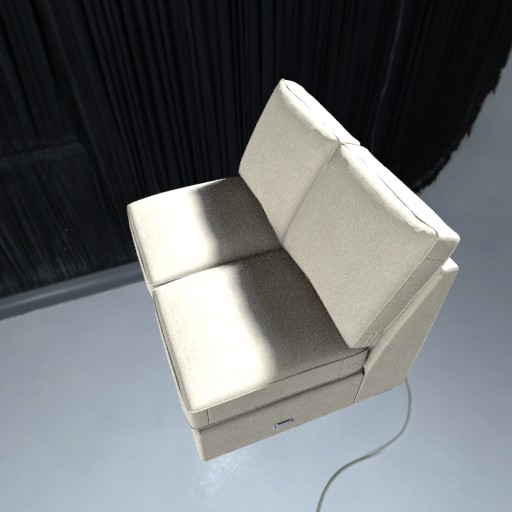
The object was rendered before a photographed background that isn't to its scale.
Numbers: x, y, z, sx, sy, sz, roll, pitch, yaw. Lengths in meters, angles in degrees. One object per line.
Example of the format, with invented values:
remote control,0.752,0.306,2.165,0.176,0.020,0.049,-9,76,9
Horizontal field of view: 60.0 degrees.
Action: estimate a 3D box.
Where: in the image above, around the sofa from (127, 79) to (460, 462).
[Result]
sofa,0.000,0.000,1.974,0.978,1.006,1.232,-16,47,-15
